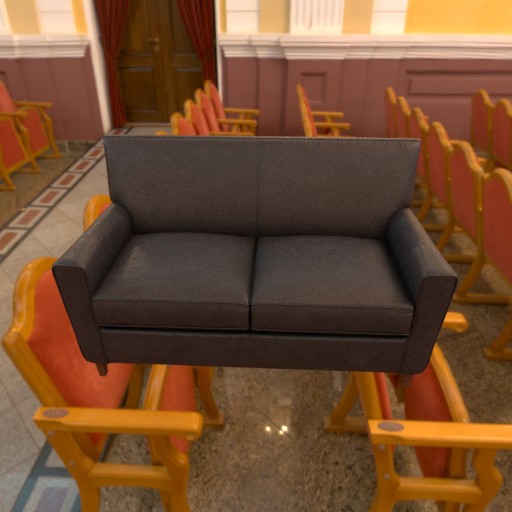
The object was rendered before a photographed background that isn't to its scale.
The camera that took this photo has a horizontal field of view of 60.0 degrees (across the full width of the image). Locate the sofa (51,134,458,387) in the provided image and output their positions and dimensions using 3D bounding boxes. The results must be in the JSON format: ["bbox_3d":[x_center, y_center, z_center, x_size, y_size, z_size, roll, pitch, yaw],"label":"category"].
[{"bbox_3d":[0.000,0.000,1.969,1.473,0.871,0.787,1,30,2],"label":"sofa"}]
